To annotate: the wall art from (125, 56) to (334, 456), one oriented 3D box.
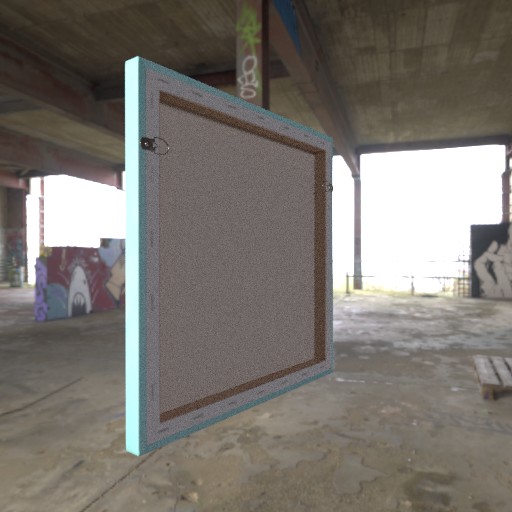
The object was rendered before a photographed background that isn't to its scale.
[{"bbox_3d":[0.000,0.000,1.616,0.070,1.073,1.071,0,0,38],"label":"wall art"}]
